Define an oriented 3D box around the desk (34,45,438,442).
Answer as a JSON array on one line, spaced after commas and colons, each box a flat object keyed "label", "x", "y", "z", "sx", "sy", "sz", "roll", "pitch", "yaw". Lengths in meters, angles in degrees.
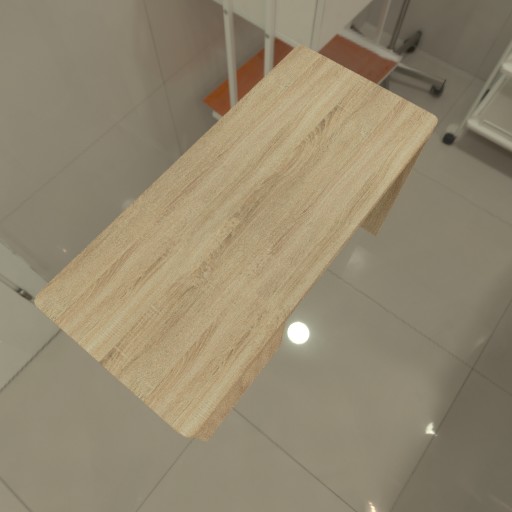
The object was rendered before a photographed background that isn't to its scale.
[{"label": "desk", "x": 0.000, "y": 0.000, "z": 1.619, "sx": 0.550, "sy": 0.760, "sz": 1.200, "roll": 35, "pitch": 70, "yaw": 15}]
